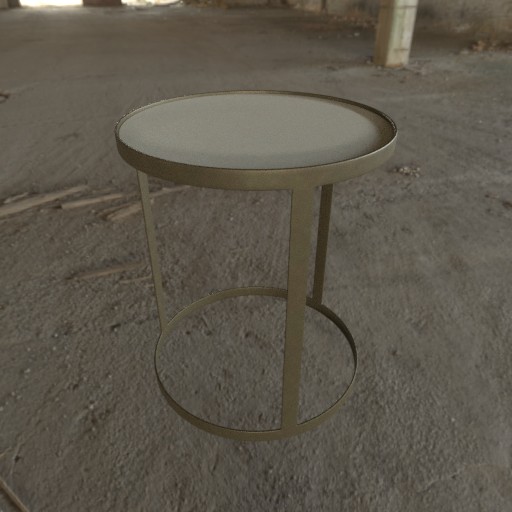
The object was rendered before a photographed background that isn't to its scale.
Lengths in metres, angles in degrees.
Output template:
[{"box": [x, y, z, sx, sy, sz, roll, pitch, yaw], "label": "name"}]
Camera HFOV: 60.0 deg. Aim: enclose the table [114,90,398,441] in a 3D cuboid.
[{"box": [0.000, 0.000, 0.928, 0.480, 0.565, 0.480, 0, 32, 0], "label": "table"}]
